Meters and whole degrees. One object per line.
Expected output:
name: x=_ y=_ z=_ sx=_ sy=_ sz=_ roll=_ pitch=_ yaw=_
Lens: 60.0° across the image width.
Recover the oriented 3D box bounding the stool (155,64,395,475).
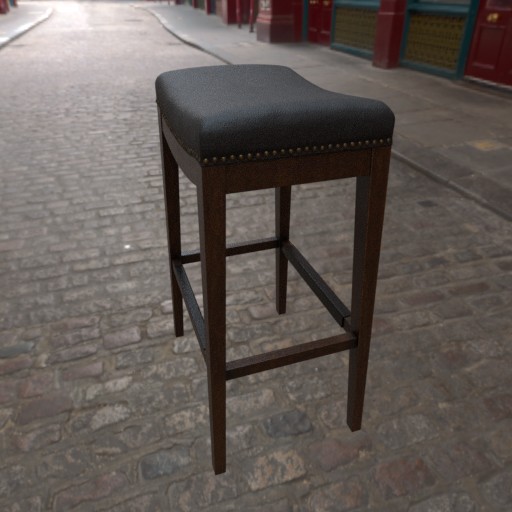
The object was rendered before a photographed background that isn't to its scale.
stool: x=0.000 y=0.000 z=1.022 sx=0.361 sy=0.765 sz=0.500 roll=-10 pitch=32 yaw=-16
